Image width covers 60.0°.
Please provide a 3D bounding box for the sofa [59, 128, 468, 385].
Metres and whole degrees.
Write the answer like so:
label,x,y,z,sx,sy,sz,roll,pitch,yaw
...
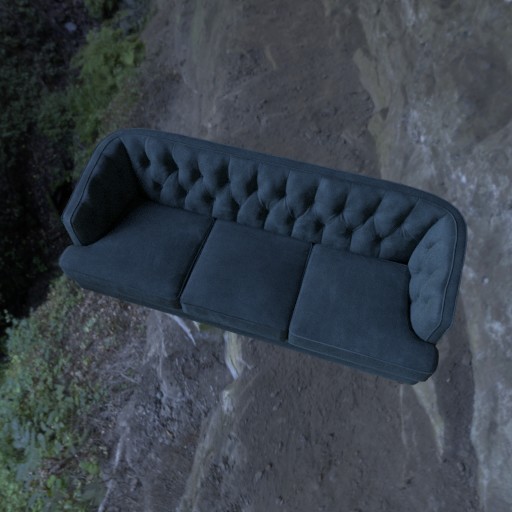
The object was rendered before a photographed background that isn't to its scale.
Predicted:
label,x,y,z,sx,sy,sz,roll,pitch,yaw
sofa,0.000,0.000,2.767,2.278,0.855,0.941,15,58,9
